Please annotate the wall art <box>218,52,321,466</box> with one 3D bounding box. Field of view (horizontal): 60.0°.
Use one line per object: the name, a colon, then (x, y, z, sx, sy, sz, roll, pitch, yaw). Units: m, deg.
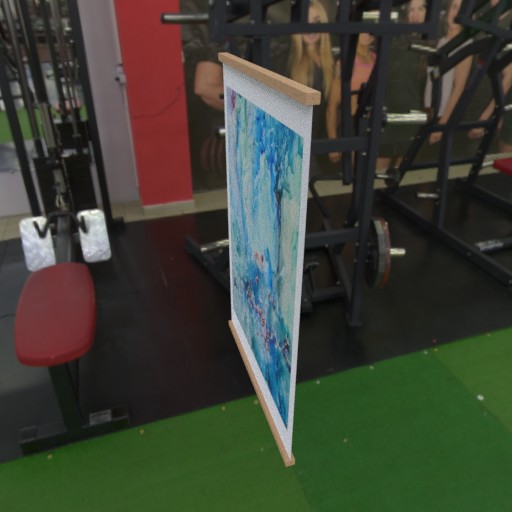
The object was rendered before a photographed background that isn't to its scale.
wall art: (0.000, 0.000, 0.647, 0.013, 0.510, 0.335, -9, 31, -15)
